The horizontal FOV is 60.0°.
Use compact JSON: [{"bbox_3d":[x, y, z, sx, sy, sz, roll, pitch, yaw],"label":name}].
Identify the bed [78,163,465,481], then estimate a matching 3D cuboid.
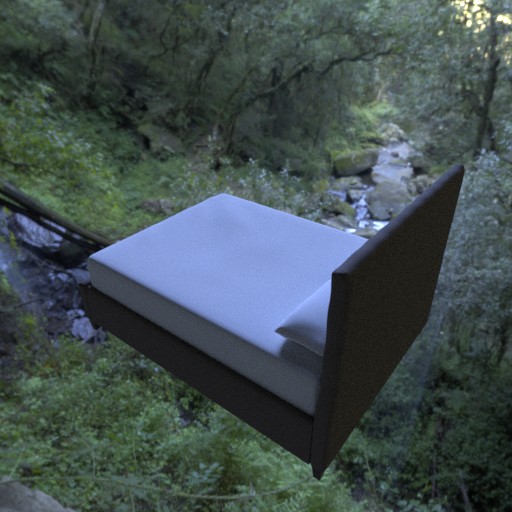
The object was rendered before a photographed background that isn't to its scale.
[{"bbox_3d":[0.000,0.000,3.290,2.233,1.426,1.696,22,37,32],"label":"bed"}]
